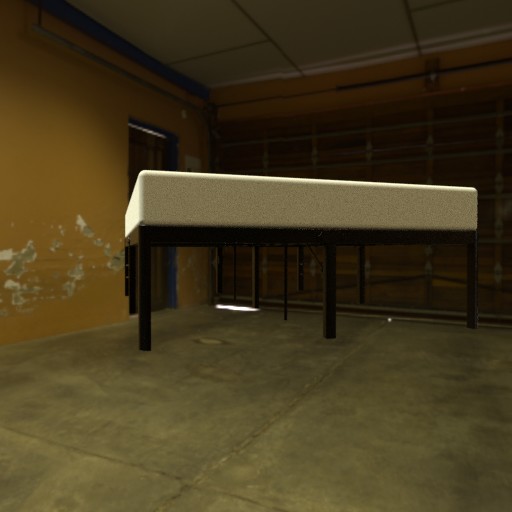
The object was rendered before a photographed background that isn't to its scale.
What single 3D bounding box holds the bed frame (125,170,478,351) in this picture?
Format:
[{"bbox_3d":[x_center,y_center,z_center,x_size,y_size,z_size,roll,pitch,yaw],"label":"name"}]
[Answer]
[{"bbox_3d":[0.000,0.000,2.802,1.557,0.659,2.072,0,1,-18],"label":"bed frame"}]
